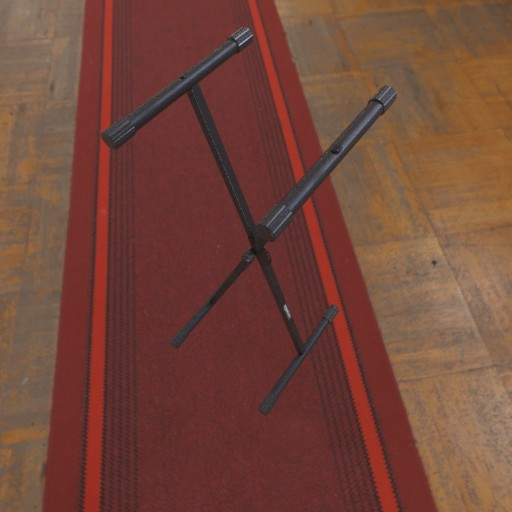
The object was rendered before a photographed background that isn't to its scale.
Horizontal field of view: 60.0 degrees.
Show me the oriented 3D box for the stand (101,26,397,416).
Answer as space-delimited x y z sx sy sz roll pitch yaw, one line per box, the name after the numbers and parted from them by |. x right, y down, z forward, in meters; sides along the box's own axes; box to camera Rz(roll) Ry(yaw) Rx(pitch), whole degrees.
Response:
0.000 0.000 1.167 0.409 0.940 0.449 31 62 19 | stand
